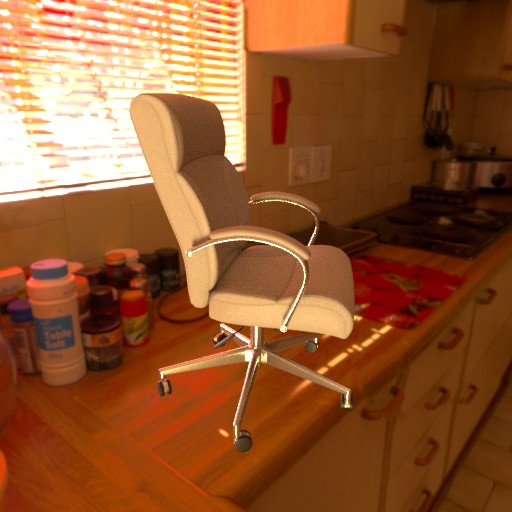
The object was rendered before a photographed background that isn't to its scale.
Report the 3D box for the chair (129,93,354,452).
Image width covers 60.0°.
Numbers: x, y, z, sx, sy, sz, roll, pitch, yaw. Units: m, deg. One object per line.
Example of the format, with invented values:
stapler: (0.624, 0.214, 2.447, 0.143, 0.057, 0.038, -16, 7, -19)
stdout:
chair: (0.000, 0.000, 1.590, 0.745, 1.099, 0.727, 3, 18, 10)
